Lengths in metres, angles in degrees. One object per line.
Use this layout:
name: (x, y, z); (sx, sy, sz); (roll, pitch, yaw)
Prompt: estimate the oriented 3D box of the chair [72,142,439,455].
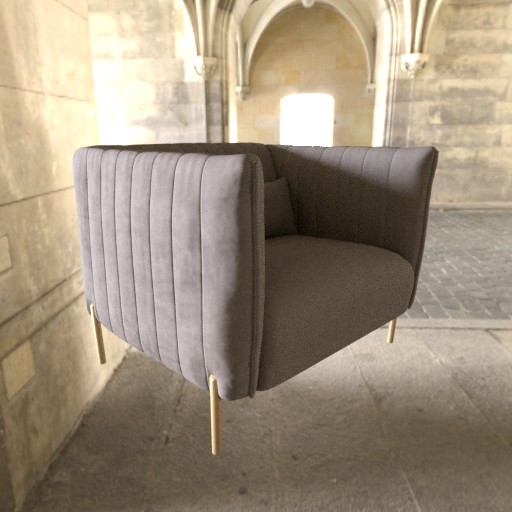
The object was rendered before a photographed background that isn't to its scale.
chair: (0.000, 0.000, 1.588); (0.873, 0.779, 0.981); (15, 21, 43)
